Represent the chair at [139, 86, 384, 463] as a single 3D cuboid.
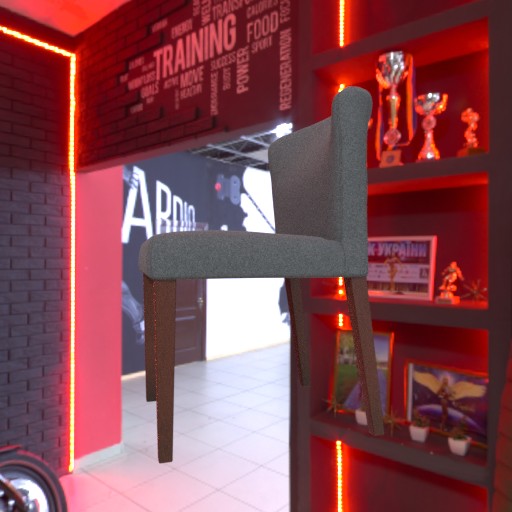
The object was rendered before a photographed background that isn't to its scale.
[{"bbox_3d":[0.000,0.000,1.179,0.592,0.839,0.491,0,-1,-17],"label":"chair"}]
